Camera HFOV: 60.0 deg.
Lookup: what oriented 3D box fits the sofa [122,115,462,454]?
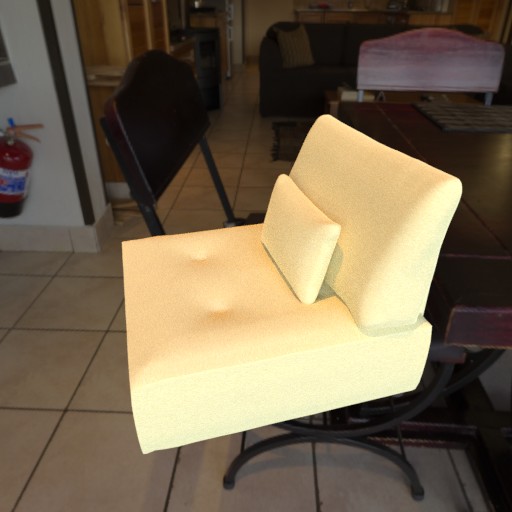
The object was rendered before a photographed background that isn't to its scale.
[{"bbox_3d":[0.000,0.000,1.683,1.000,0.820,0.930,-8,30,-14],"label":"sofa"}]
